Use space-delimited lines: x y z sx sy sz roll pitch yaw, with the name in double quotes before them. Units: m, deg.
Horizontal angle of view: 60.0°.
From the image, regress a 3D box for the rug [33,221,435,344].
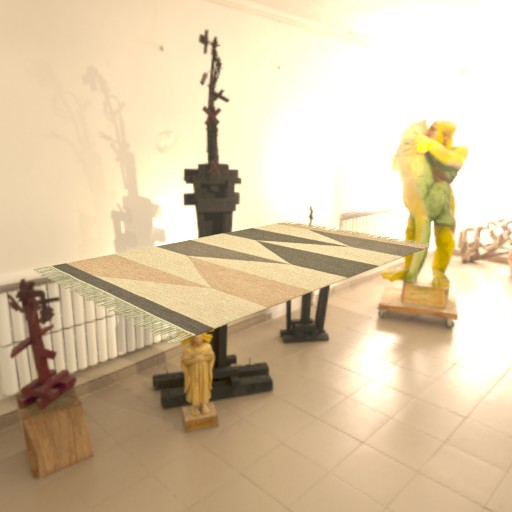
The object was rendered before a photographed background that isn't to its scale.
"rug" 0.000 0.000 2.528 1.224 0.027 2.021 14 20 43
